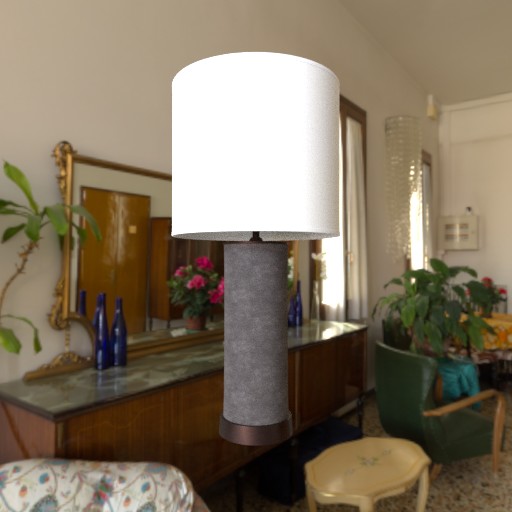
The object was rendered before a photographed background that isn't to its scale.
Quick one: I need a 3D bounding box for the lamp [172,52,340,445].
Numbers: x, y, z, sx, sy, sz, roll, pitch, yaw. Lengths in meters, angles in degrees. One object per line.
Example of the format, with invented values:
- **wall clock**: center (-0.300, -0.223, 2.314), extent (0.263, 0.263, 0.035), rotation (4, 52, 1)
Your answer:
- **lamp**: center (0.000, 0.000, 0.805), extent (0.301, 0.630, 0.301), rotation (0, -1, 1)
